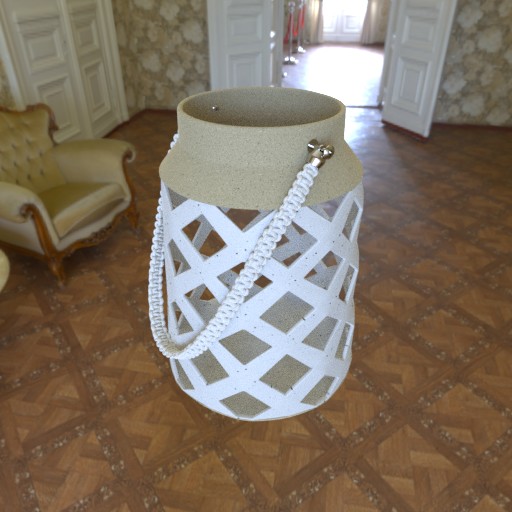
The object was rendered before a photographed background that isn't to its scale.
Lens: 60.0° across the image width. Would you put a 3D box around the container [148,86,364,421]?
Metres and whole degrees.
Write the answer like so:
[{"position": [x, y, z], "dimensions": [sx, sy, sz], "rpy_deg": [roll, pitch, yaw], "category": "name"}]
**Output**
[{"position": [0.000, 0.000, 0.345], "dimensions": [0.172, 0.229, 0.163], "rpy_deg": [-21, 38, -30], "category": "container"}]
